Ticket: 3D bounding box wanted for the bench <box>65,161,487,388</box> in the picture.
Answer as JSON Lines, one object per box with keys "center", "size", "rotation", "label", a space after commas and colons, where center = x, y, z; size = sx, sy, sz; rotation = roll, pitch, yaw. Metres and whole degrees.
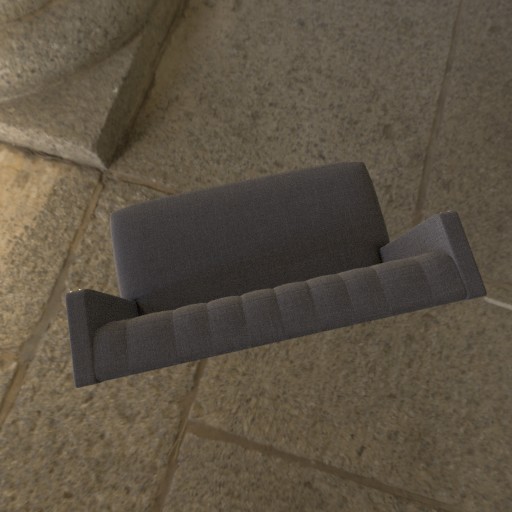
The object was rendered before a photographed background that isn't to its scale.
{"center": [0.000, 0.000, 1.943], "size": [1.276, 1.121, 0.842], "rotation": [-12, 75, -3], "label": "bench"}
